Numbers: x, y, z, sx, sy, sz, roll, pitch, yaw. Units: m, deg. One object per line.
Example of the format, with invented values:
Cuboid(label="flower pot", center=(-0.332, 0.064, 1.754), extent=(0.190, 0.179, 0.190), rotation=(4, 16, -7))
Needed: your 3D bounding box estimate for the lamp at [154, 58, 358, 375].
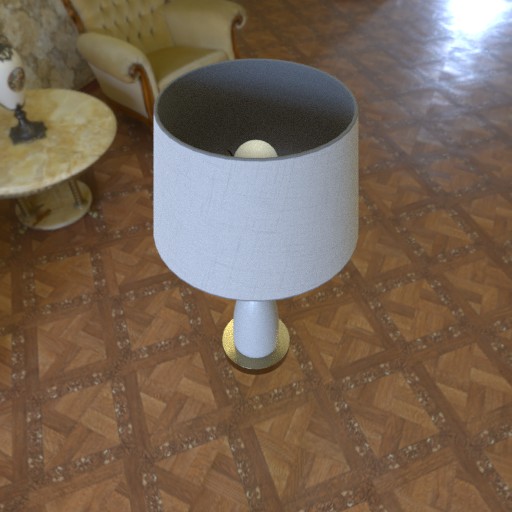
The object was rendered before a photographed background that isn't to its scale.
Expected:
Cuboid(label="lamp", center=(0.000, 0.000, 0.733), extent=(0.309, 0.545, 0.309), rotation=(0, 47, 0))
